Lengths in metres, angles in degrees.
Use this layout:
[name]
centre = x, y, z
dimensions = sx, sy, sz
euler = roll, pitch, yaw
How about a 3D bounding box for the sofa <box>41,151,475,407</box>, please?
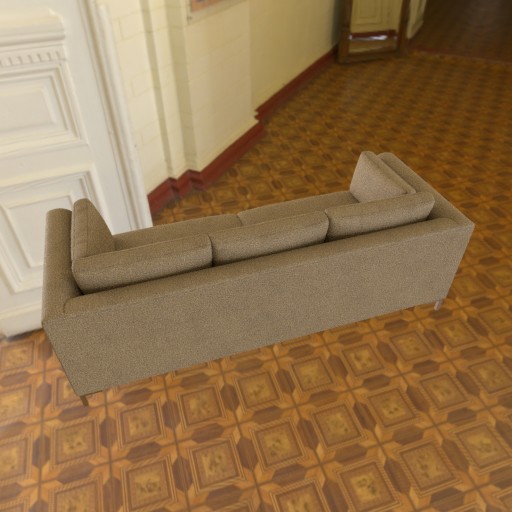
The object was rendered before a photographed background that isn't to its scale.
[sofa]
centre = 0.000, 0.000, 2.878
dimensions = 2.415, 0.867, 0.969
euler = -12, 43, -14
